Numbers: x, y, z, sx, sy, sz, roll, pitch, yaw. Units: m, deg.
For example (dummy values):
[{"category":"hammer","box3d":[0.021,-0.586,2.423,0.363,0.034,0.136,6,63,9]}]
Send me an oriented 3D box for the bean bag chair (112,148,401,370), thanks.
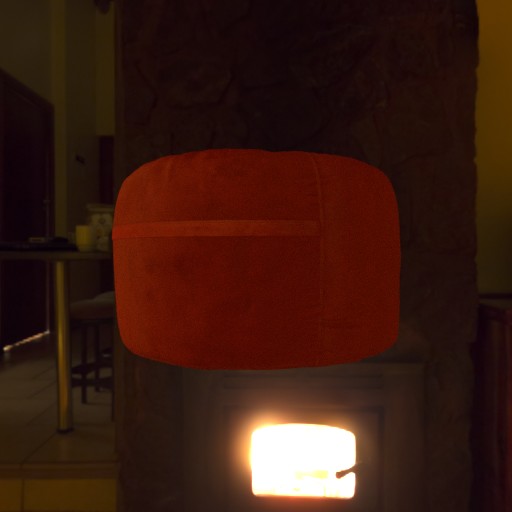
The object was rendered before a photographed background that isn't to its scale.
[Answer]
[{"category":"bean bag chair","box3d":[0.000,0.000,1.975,1.219,0.762,1.219,0,0,0]}]
